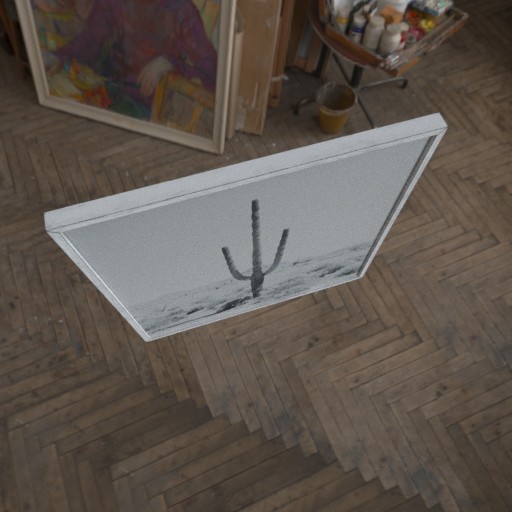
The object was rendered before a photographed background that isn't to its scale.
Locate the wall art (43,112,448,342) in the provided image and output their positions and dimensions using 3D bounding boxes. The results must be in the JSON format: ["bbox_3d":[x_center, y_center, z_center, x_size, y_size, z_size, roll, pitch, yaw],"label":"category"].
[{"bbox_3d":[0.000,0.000,1.155,0.762,0.762,0.038,-16,66,-7],"label":"wall art"}]
